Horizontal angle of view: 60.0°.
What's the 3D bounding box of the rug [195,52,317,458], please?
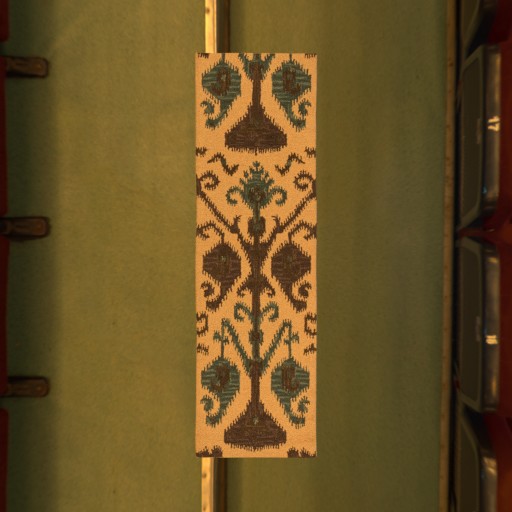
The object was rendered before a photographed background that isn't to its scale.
[{"bbox_3d":[0.000,0.000,2.517,0.692,0.017,2.301,0,90,0],"label":"rug"}]
